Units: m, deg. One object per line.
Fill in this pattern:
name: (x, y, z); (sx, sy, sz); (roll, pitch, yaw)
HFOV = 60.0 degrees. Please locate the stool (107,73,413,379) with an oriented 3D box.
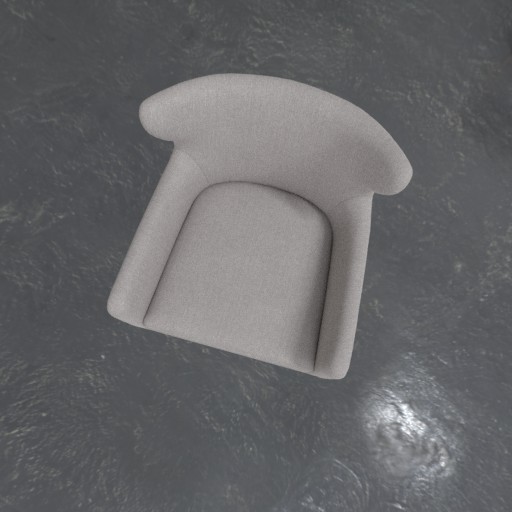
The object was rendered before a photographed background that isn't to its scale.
stool: (0.000, 0.000, 1.306); (0.575, 0.951, 0.575); (15, 77, 3)
